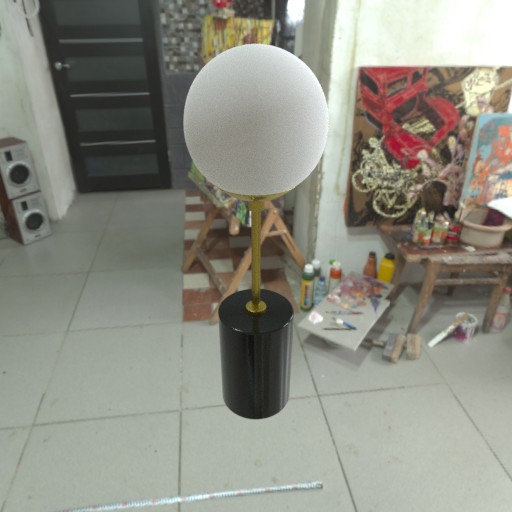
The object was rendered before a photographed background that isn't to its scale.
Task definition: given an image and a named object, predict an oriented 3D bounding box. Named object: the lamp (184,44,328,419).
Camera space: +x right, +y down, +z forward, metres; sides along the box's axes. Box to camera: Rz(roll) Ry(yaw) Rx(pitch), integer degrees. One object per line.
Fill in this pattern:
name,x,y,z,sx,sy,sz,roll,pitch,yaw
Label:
lamp,0.000,0.000,0.555,0.153,0.480,0.153,0,30,0
